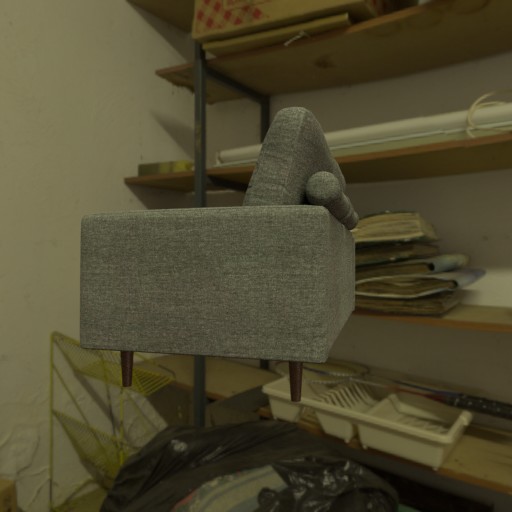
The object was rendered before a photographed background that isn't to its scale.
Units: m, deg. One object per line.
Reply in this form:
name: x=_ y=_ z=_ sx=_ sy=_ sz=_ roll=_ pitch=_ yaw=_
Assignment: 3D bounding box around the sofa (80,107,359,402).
sofa: x=0.000 y=0.000 z=1.971 sx=0.842 sy=0.907 sz=1.407 roll=0 pitch=-1 yaw=16
